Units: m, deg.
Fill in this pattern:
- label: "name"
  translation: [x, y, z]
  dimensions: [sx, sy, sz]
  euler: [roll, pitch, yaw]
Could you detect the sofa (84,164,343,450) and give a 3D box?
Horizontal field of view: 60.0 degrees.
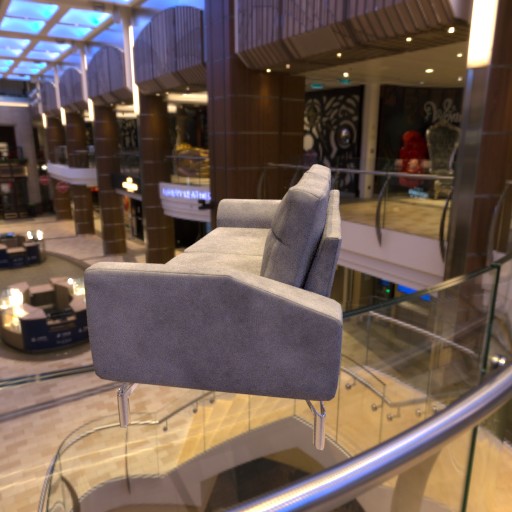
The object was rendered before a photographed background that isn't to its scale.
- label: "sofa"
  translation: [0.000, 0.000, 2.271]
  dimensions: [0.849, 0.859, 1.837]
  euler: [2, 15, 10]
